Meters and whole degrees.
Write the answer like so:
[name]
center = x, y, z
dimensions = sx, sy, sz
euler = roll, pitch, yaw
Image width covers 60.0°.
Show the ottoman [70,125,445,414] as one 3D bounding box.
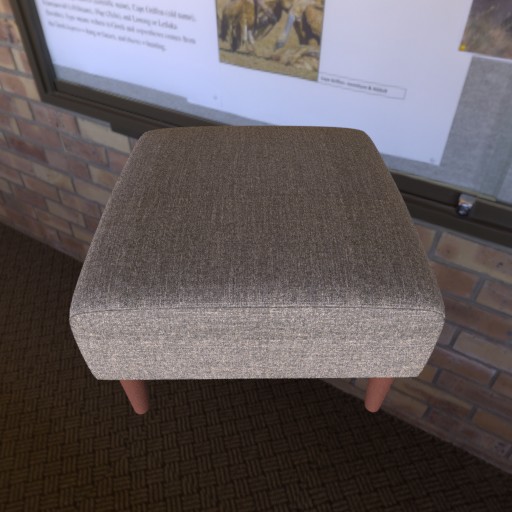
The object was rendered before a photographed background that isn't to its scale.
[ottoman]
center = 0.000, 0.000, 1.053
dimensions = 0.648, 0.399, 0.655
euler = 0, 41, 0
